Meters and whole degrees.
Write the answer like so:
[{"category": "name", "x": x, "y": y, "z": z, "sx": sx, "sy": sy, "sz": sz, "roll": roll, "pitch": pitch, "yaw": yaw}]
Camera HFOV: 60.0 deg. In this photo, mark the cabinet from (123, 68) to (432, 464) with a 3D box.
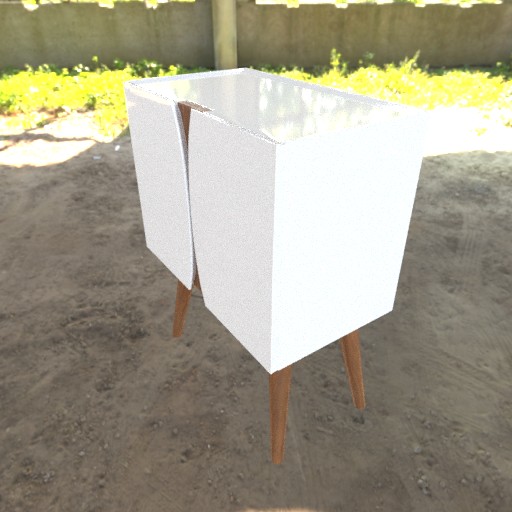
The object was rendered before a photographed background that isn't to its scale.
[{"category": "cabinet", "x": 0.000, "y": 0.000, "z": 1.100, "sx": 0.344, "sy": 0.772, "sz": 0.591, "roll": -20, "pitch": 36, "yaw": -29}]
